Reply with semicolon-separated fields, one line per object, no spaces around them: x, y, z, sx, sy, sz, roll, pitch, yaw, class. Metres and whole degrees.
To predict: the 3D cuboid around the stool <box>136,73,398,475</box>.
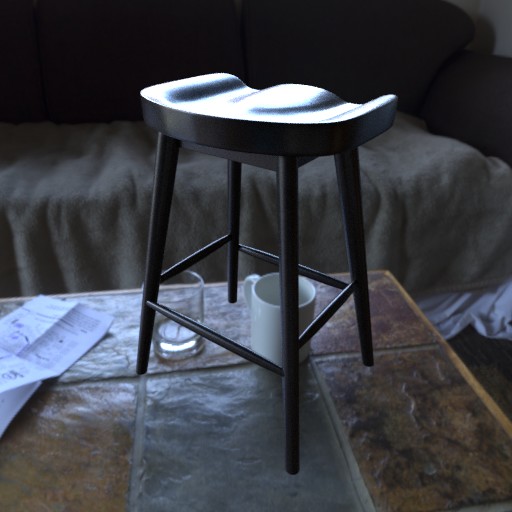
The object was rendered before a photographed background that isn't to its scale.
0.000;0.000;0.882;0.440;0.615;0.361;21;37;30;stool
